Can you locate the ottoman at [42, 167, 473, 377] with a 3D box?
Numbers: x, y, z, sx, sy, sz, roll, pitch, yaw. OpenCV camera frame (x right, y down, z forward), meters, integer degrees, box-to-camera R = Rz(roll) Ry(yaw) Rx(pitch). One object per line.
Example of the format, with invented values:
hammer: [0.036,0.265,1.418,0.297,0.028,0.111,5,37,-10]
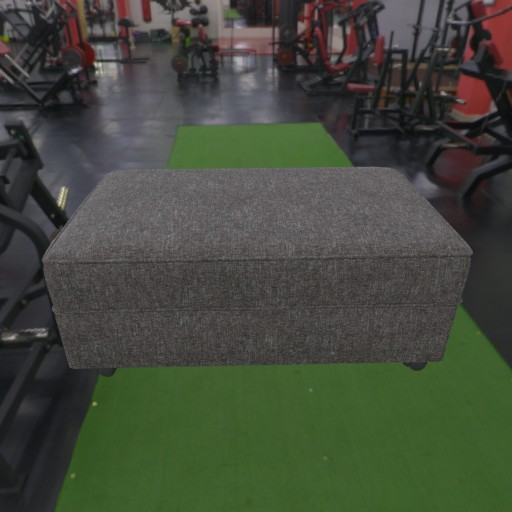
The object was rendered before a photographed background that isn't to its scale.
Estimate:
ottoman: [0.000,0.000,1.567,1.184,0.487,0.717,-1,30,-1]
